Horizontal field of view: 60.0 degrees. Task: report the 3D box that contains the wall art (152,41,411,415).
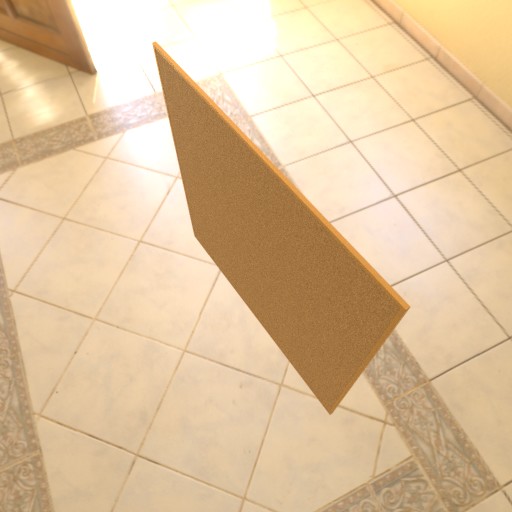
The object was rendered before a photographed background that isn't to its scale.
[{"bbox_3d":[0.000,0.000,1.418,0.013,0.959,0.962,-31,64,-17],"label":"wall art"}]
